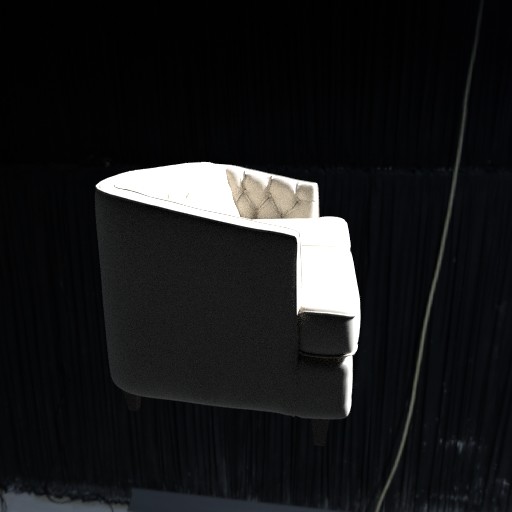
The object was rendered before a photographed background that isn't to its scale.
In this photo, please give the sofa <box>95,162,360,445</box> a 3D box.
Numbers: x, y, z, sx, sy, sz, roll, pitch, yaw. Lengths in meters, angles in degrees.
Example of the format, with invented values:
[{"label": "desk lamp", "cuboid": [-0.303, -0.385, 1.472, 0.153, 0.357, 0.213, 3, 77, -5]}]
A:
[{"label": "sofa", "cuboid": [0.000, 0.000, 2.212, 0.940, 0.878, 1.731, 2, 15, 9]}]
